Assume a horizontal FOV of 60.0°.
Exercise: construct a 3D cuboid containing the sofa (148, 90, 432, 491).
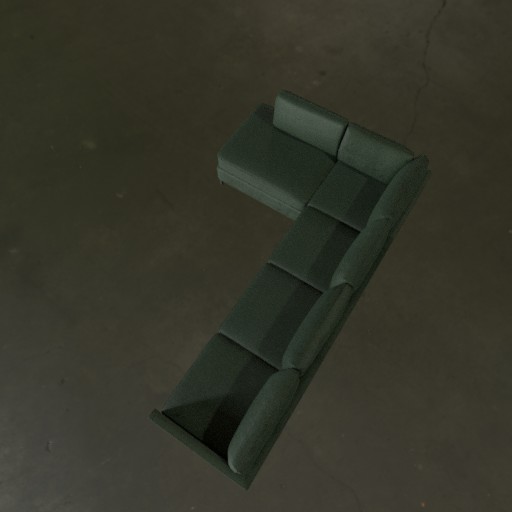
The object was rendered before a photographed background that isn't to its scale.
[{"bbox_3d":[0.000,0.000,4.224,2.048,0.996,3.384,30,67,14],"label":"sofa"}]
